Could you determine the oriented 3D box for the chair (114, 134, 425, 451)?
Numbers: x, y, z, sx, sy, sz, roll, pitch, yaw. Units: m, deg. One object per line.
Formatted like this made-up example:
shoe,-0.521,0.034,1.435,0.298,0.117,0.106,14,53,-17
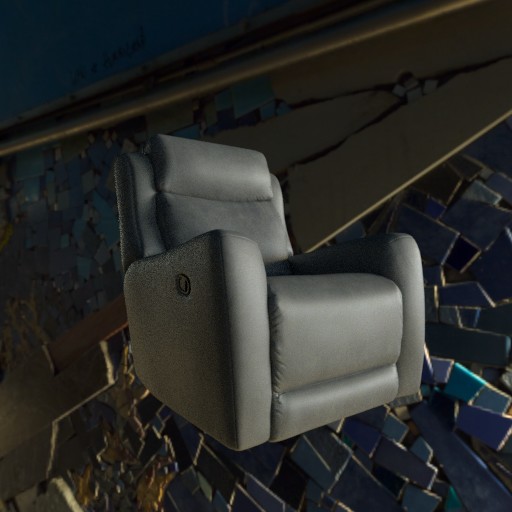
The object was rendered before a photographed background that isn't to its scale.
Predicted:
chair,0.000,0.000,1.902,0.965,1.116,1.068,-1,1,-36
